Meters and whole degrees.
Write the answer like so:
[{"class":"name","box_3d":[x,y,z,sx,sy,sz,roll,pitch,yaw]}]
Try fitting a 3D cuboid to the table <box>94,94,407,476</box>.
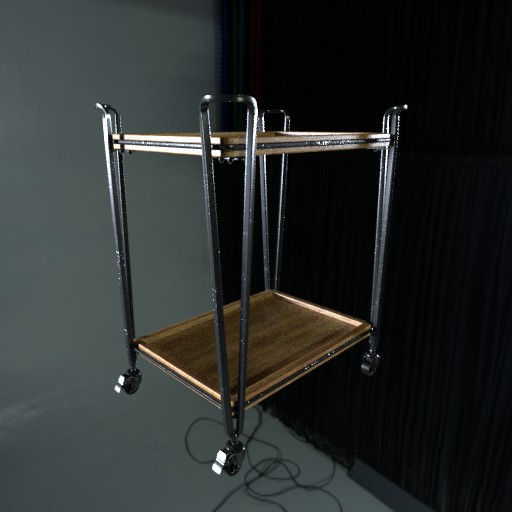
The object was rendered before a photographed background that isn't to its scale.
[{"class":"table","box_3d":[0.000,0.000,1.212,0.505,0.785,0.672,16,23,43]}]
